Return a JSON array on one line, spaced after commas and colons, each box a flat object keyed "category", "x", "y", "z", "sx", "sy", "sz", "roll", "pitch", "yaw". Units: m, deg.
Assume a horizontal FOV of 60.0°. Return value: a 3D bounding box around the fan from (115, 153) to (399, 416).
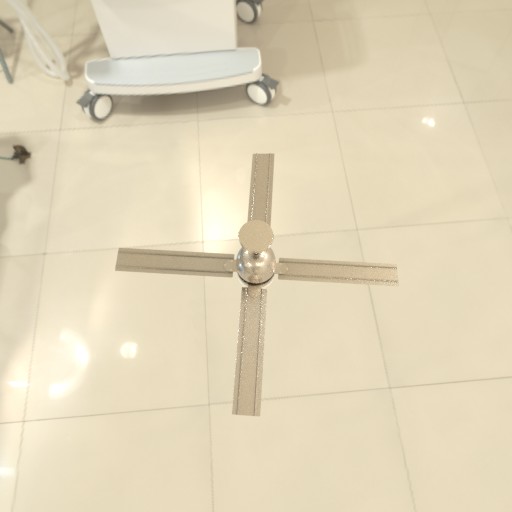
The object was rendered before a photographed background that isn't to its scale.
[{"category": "fan", "x": 0.000, "y": 0.000, "z": 2.007, "sx": 1.346, "sy": 0.406, "sz": 1.346, "roll": 2, "pitch": 65, "yaw": 1}]
